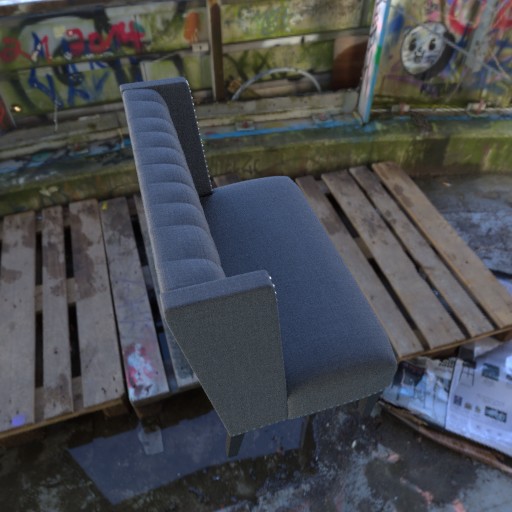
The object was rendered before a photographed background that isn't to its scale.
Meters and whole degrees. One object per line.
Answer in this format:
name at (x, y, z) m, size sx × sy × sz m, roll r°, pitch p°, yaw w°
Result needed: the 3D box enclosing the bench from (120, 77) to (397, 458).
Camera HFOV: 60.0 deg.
bench at (0.000, 0.000, 1.962) m, size 0.842 × 1.121 × 1.276 m, roll -12°, pitch 48°, yaw -11°
